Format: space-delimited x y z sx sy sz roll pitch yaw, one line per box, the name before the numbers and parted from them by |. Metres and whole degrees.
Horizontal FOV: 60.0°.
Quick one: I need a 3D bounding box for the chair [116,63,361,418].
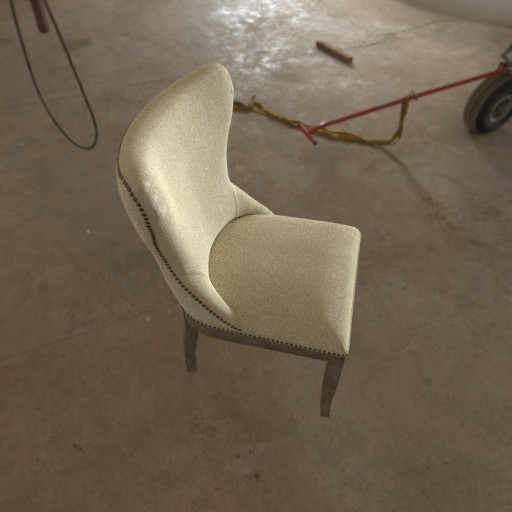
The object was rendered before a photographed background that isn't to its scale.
chair | 0.000 0.000 1.477 0.681 1.002 0.654 10 47 9
